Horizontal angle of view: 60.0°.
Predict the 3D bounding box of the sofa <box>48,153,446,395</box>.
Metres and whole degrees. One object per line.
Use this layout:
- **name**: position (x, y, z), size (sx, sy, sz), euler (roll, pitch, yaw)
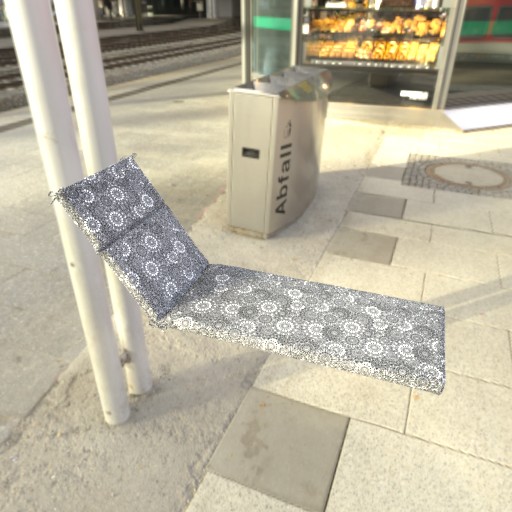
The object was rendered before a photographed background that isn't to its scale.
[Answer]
- **sofa**: position (0.000, 0.000, 1.949), size (1.663, 0.622, 0.582), euler (10, 31, 17)
